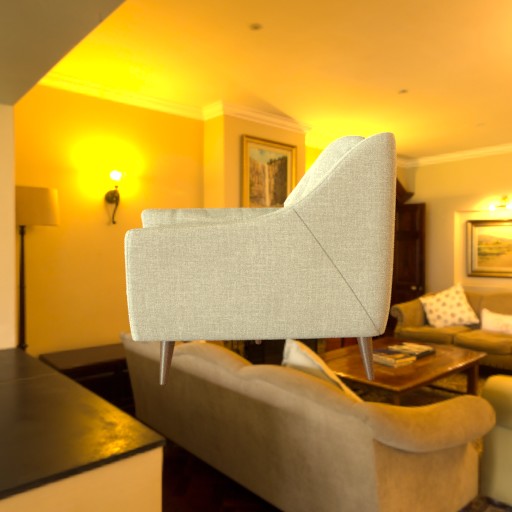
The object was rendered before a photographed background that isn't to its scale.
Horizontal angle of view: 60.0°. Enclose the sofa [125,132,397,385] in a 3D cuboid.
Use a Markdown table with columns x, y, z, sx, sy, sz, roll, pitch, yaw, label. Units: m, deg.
| x | y | z | sx | sy | sz | roll | pitch | yaw | label |
| --- | --- | --- | --- | --- | --- | --- | --- | --- | --- |
| 0.000 | 0.000 | 2.232 | 0.965 | 0.888 | 1.652 | 0 | 1 | -1 | sofa |
